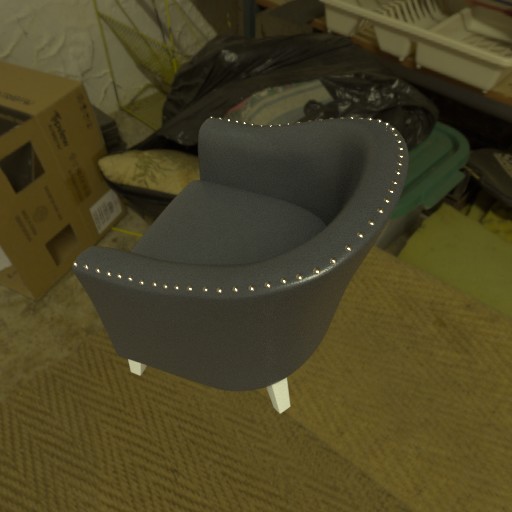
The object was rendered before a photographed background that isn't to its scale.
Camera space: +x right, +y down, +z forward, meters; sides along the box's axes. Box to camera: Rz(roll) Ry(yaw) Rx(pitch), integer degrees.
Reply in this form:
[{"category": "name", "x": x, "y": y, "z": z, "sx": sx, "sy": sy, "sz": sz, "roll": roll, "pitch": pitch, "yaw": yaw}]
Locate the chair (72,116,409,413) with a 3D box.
[{"category": "chair", "x": 0.000, "y": 0.000, "z": 1.414, "sx": 0.748, "sy": 0.823, "sz": 0.794, "roll": 17, "pitch": 49, "yaw": 15}]
